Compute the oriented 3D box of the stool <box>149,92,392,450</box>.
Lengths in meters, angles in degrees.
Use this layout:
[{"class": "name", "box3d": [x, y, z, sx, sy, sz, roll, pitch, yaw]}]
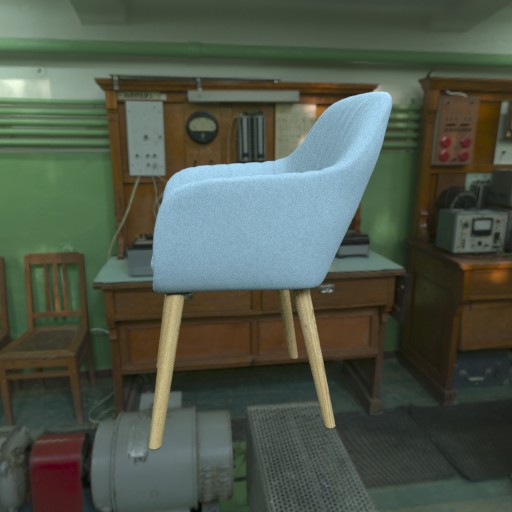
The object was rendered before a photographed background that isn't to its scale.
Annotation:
[{"class": "stool", "box3d": [0.000, 0.000, 1.196, 0.590, 0.830, 0.503, -2, 15, -9]}]
